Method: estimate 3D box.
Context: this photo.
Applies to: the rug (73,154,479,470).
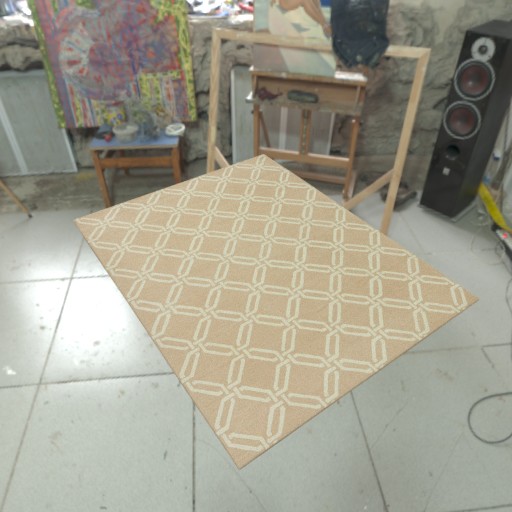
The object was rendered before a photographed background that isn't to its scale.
[{"bbox_3d":[0.000,0.000,3.894,2.288,0.018,2.895,-25,47,-26],"label":"rug"}]
